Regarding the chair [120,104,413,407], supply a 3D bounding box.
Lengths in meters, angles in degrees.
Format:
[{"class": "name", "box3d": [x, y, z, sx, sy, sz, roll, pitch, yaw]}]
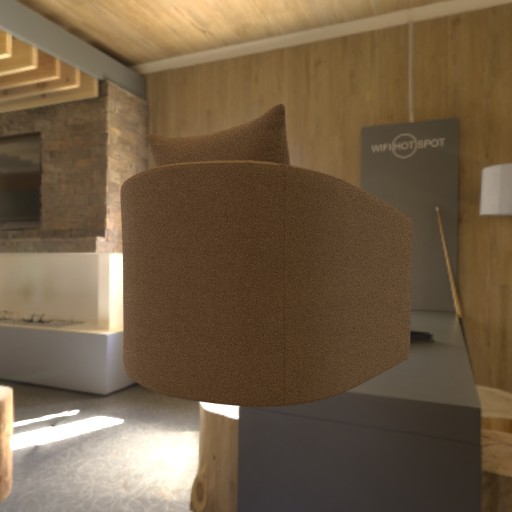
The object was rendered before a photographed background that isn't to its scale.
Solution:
[{"class": "chair", "box3d": [0.000, 0.000, 1.599, 0.845, 0.848, 0.910, 0, 0, 38]}]
